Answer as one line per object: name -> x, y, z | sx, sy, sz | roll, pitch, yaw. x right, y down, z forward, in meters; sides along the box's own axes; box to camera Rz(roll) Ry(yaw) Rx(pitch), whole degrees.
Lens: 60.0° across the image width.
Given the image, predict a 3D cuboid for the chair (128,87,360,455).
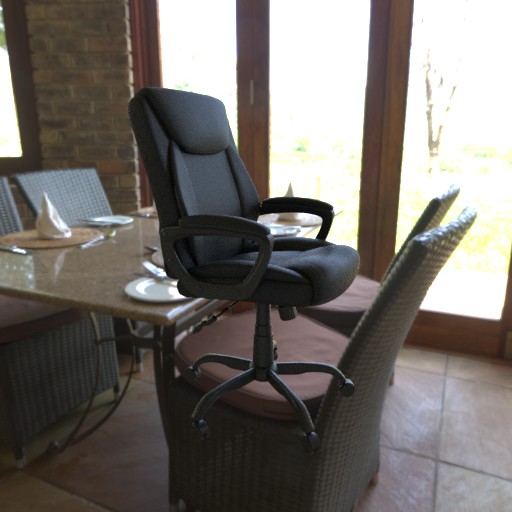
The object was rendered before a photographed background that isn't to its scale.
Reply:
chair -> 0.000, 0.000, 1.490 | 0.655, 1.072, 0.615 | 7, 16, 27
